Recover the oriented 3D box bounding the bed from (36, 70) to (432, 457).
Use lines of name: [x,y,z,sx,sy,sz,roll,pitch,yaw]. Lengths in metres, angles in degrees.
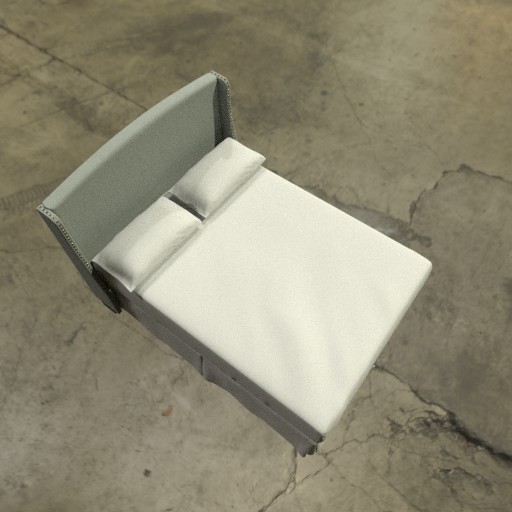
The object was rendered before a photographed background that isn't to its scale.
bed: [0.000,0.000,3.311,2.237,1.407,1.710,33,64,18]
